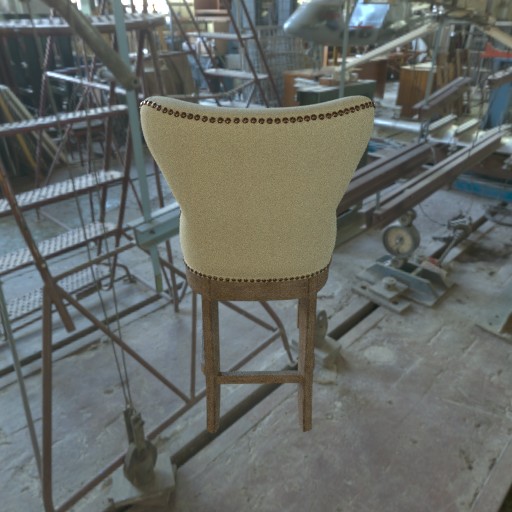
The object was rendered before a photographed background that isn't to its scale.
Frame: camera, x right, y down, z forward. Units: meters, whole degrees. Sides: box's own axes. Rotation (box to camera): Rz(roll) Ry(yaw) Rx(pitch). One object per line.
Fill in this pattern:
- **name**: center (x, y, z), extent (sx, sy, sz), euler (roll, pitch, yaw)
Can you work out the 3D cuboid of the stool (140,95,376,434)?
- **stool**: center (0.000, 0.000, 1.330), extent (0.498, 0.981, 0.608), euler (-1, 29, -1)
